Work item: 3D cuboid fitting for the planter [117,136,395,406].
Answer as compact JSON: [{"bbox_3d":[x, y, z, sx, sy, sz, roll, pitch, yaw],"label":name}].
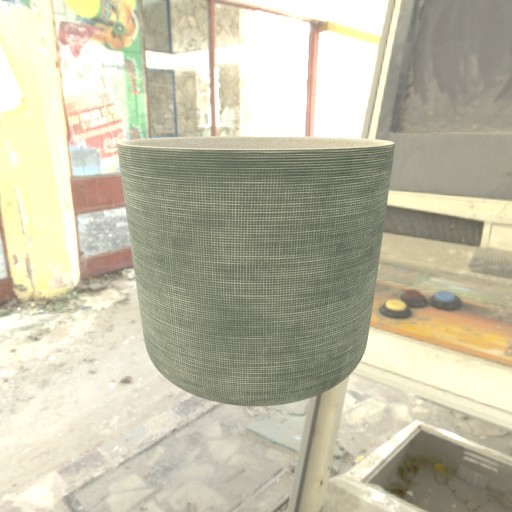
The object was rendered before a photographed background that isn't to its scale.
[{"bbox_3d":[0.000,0.000,0.790,0.440,0.398,0.440,0,17,0],"label":"planter"}]
